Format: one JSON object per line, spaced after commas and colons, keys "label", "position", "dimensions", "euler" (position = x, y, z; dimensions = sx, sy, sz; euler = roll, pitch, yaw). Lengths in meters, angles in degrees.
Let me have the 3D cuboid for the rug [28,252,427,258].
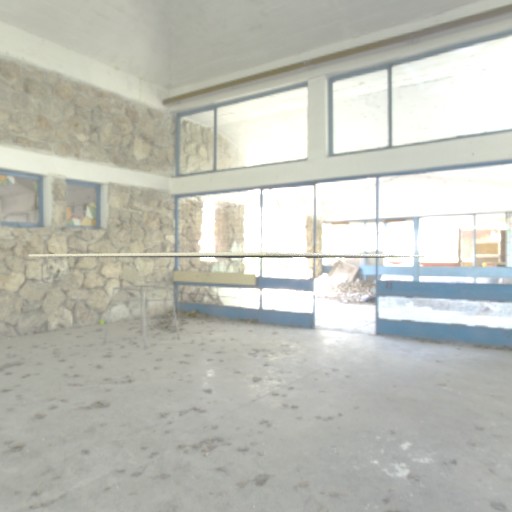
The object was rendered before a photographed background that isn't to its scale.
{"label": "rug", "position": [0.000, 0.000, 4.911], "dimensions": [2.734, 0.037, 3.659], "euler": [0, 0, 35]}
